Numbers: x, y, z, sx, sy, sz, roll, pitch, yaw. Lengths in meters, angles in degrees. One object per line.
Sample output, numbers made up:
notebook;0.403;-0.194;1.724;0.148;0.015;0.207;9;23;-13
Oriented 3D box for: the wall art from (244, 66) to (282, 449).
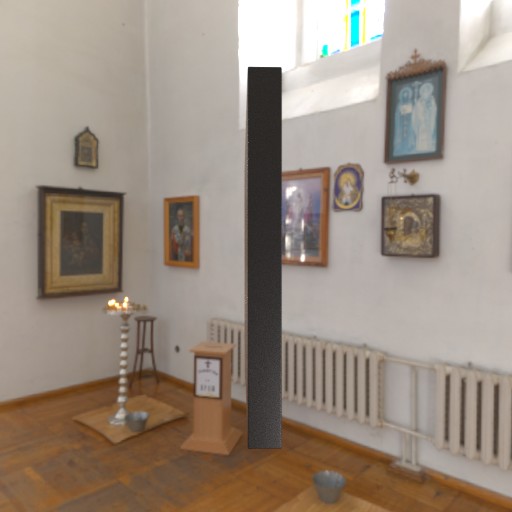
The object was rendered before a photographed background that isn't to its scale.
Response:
wall art;0.000;0.000;1.210;0.058;0.640;0.939;0;0;-2
